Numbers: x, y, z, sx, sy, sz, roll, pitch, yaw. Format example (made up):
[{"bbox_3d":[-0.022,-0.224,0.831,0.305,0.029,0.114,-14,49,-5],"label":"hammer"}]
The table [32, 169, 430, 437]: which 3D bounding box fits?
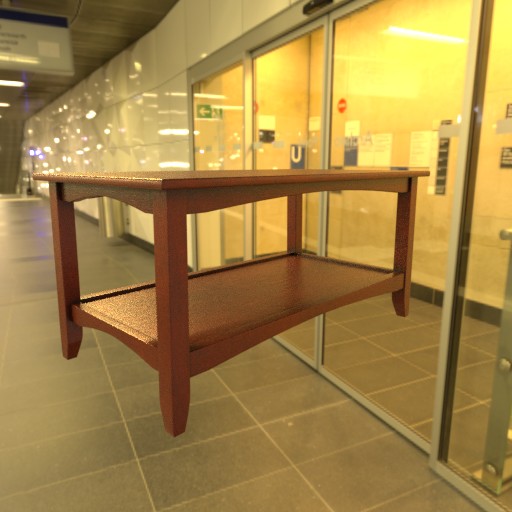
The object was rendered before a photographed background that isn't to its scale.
[{"bbox_3d":[0.000,0.000,1.221,0.533,0.456,0.943,12,17,43],"label":"table"}]
